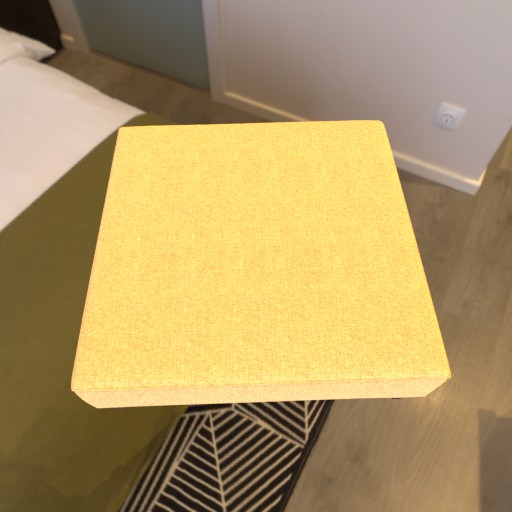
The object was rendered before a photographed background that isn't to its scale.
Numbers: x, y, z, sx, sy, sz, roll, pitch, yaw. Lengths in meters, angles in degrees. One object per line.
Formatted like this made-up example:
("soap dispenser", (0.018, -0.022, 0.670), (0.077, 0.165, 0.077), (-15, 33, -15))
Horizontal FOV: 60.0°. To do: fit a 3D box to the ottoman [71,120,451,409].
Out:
("ottoman", (0.000, 0.000, 1.501), (0.981, 0.378, 0.970), (-2, 58, -1))
